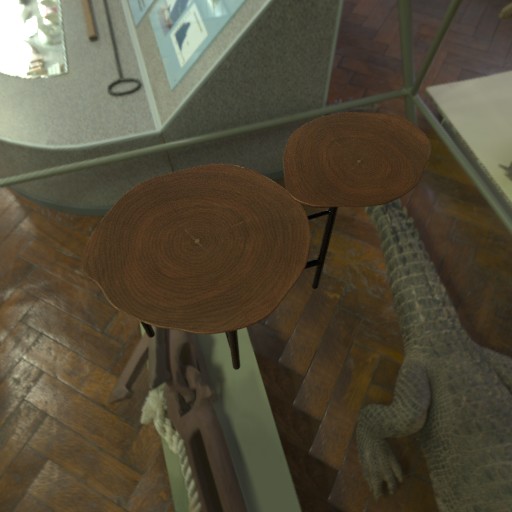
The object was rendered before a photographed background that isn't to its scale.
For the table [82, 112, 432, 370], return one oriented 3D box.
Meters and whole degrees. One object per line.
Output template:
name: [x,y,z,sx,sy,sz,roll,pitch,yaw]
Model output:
table: [0.000,0.000,1.086,0.759,0.538,0.442,-14,59,-9]
